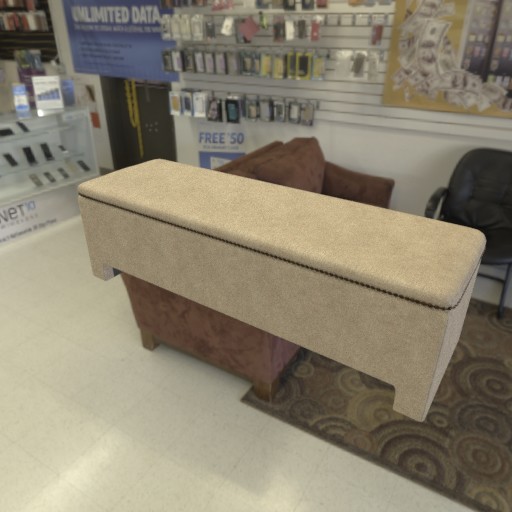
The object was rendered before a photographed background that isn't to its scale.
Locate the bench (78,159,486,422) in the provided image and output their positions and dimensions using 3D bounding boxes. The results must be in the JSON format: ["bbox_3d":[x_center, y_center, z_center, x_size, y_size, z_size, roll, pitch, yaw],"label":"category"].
[{"bbox_3d":[0.000,0.000,1.694,1.482,0.447,0.470,18,33,30],"label":"bench"}]
